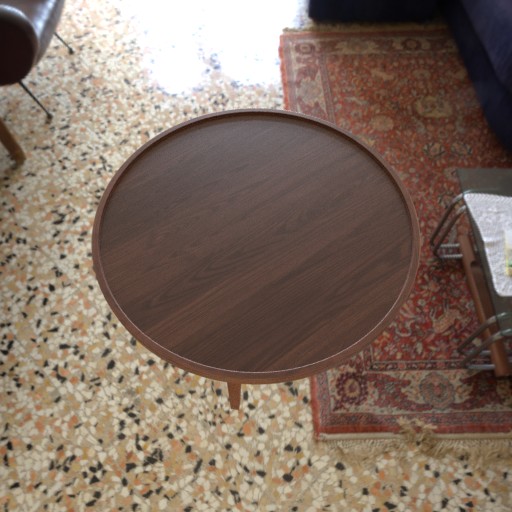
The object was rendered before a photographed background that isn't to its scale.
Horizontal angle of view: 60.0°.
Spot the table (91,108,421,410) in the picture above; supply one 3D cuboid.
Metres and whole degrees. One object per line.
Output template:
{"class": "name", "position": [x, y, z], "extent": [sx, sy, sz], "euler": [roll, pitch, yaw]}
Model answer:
{"class": "table", "position": [0.000, 0.000, 1.250], "extent": [0.800, 0.360, 0.800], "euler": [0, 59, 0]}
